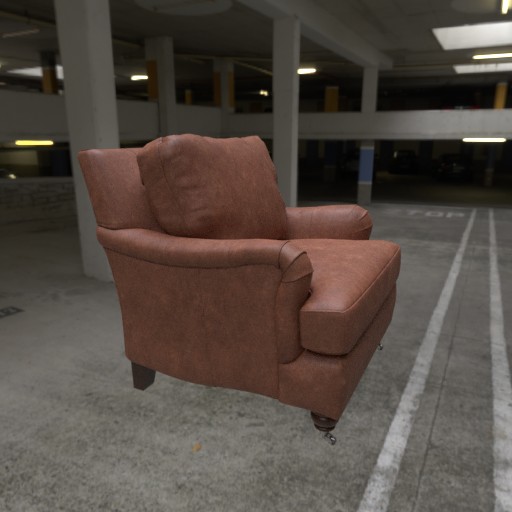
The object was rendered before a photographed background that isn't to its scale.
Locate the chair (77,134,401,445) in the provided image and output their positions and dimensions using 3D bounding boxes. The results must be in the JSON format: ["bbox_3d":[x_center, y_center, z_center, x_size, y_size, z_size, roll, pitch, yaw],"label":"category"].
[{"bbox_3d":[0.000,0.000,1.986,1.158,1.055,0.986,8,17,26],"label":"chair"}]
